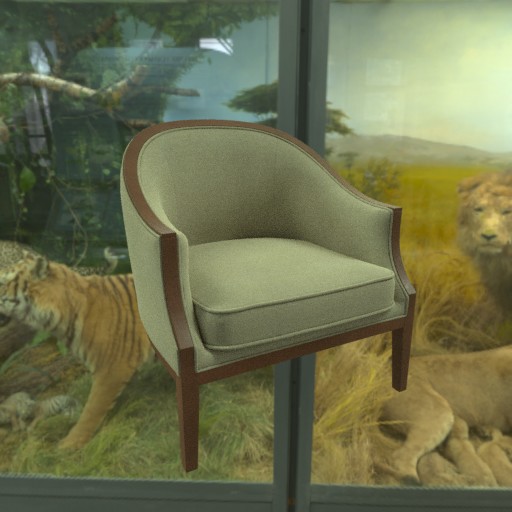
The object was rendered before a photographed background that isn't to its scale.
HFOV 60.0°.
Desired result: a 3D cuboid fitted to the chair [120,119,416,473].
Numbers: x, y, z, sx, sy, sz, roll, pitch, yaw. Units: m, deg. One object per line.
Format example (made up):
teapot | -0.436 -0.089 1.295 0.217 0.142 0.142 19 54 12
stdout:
chair | 0.000 0.000 1.458 0.803 0.876 0.735 -9 18 -28
